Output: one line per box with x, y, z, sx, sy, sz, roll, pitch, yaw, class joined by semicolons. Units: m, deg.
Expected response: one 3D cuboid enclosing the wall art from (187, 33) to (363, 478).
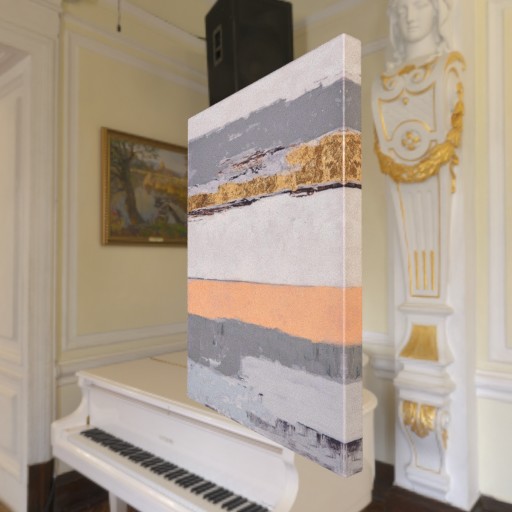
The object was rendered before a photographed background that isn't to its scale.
0.000;0.000;0.798;0.038;0.609;0.456;1;-1;-36;wall art
